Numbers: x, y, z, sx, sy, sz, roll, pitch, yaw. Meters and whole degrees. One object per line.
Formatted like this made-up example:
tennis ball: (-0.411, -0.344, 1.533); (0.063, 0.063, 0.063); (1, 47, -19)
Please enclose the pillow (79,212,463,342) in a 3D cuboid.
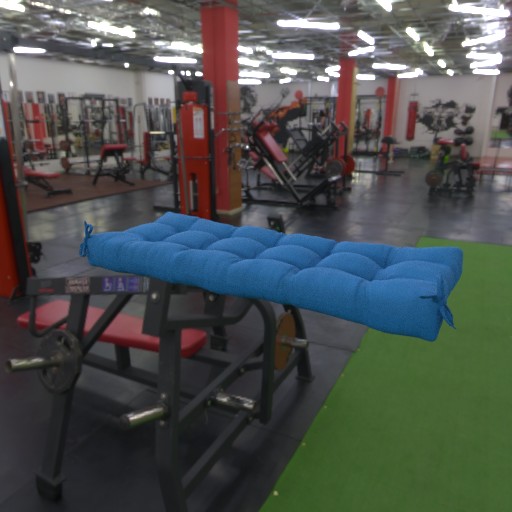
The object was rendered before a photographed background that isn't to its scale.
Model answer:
pillow: (0.000, 0.000, 1.376); (1.194, 0.174, 0.511); (9, 19, 28)
